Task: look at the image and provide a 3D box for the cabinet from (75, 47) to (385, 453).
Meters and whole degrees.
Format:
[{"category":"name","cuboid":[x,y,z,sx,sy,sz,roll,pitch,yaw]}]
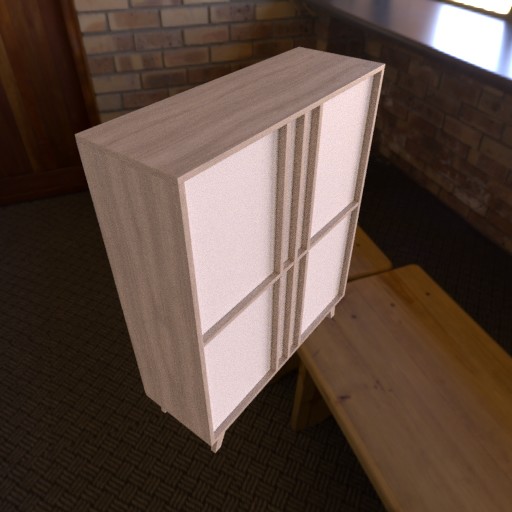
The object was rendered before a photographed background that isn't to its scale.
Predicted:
[{"category":"cabinet","cuboid":[0.000,0.000,1.898,0.398,1.388,1.111,26,46,28]}]
